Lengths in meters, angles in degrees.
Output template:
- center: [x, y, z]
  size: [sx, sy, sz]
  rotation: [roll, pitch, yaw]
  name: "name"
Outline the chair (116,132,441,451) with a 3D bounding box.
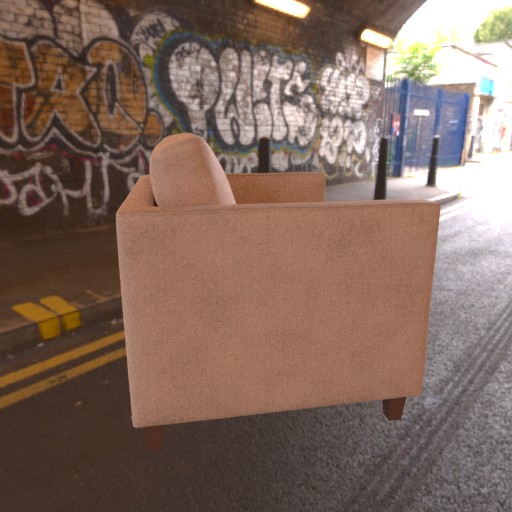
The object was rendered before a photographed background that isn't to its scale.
- center: [0.000, 0.000, 1.791]
  size: [0.959, 0.961, 1.133]
  rotation: [-3, 16, -10]
  name: "chair"
